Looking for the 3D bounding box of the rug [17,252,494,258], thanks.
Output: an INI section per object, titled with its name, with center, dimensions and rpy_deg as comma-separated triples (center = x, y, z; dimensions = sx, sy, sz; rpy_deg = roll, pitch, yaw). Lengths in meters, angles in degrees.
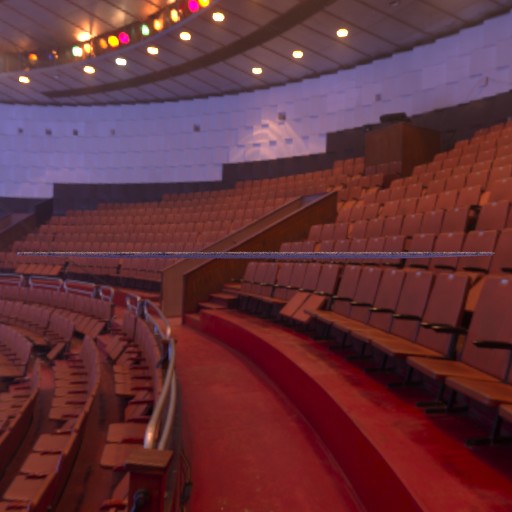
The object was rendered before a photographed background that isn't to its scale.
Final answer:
[rug]
center = 0.000, 0.000, 3.016
dimensions = 2.439, 0.015, 1.524
rpy_deg = 0, -1, 0
